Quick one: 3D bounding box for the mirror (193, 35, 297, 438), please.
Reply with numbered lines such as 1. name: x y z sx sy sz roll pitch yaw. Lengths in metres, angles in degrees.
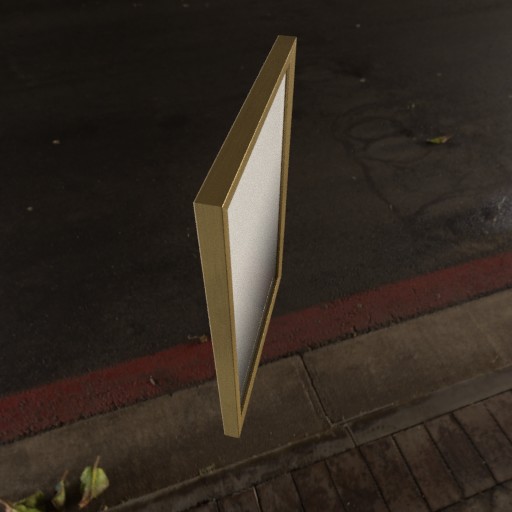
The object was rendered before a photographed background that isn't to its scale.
1. mirror: 0.000 0.000 0.943 0.040 0.710 0.507 10 48 9
